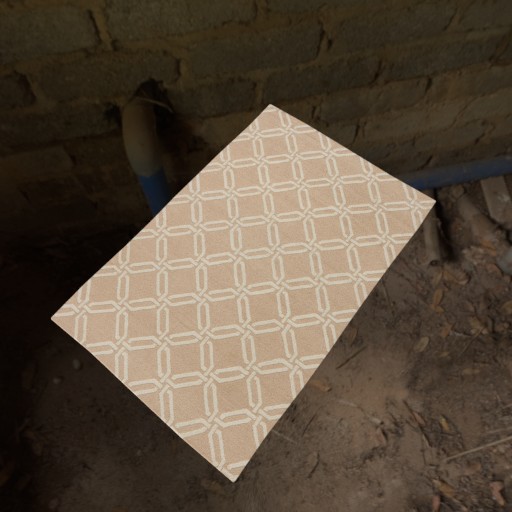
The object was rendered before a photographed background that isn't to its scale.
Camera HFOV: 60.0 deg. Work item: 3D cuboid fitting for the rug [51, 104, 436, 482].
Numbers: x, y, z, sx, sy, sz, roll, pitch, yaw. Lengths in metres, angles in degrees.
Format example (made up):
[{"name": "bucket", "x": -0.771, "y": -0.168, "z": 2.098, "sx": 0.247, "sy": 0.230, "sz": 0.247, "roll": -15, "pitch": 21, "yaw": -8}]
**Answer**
[{"name": "rug", "x": 0.000, "y": 0.000, "z": 2.263, "sx": 1.146, "sy": 0.010, "sz": 1.745, "roll": 35, "pitch": 69, "yaw": 16}]
